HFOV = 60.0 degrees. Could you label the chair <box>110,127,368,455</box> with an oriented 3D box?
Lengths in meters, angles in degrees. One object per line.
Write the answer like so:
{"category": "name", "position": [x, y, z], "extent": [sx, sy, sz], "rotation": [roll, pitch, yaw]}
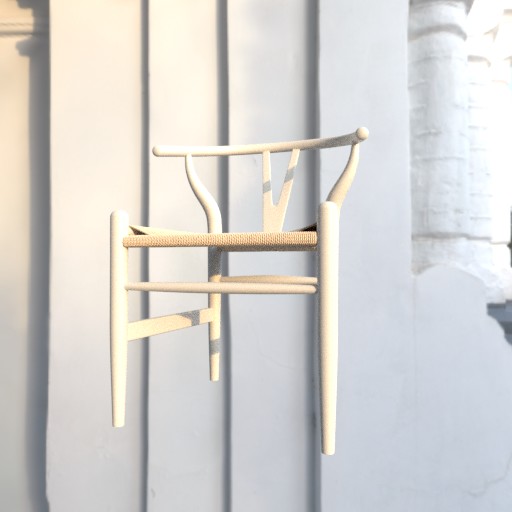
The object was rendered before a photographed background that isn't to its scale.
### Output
{"category": "chair", "position": [0.000, 0.000, 1.143], "extent": [0.569, 0.730, 0.579], "rotation": [0, -1, 18]}
